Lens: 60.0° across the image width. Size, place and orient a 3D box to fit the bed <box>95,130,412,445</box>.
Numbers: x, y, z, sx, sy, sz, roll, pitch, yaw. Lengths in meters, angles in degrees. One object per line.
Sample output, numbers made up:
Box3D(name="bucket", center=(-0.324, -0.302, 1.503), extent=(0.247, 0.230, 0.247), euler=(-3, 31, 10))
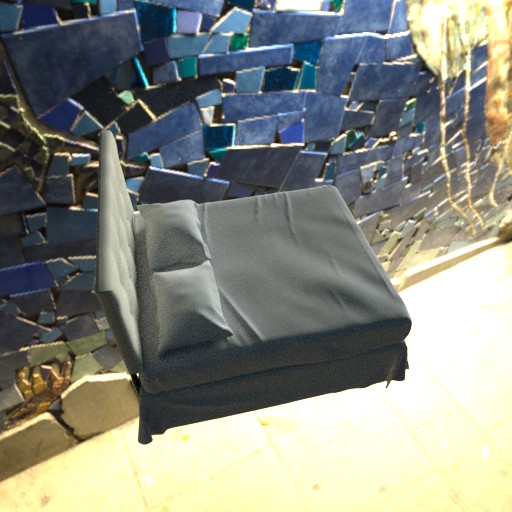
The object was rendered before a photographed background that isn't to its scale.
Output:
Box3D(name="bed", center=(0.000, 0.000, 3.516), extent=(2.222, 1.577, 1.936), euler=(-9, 47, -9))
